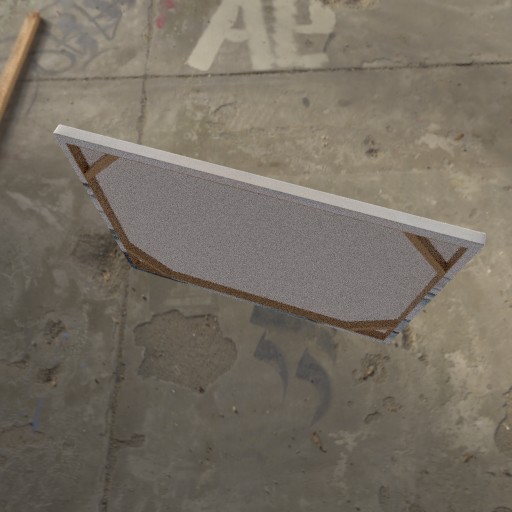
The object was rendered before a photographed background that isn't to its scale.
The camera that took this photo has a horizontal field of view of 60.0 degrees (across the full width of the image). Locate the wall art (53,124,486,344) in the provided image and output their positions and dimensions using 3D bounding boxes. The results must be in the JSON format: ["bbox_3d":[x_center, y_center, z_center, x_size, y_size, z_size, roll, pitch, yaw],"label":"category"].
[{"bbox_3d":[0.000,0.000,1.611,1.219,0.915,0.039,16,64,8],"label":"wall art"}]
